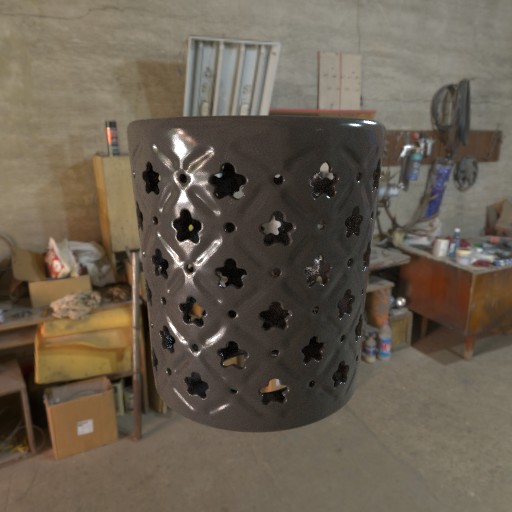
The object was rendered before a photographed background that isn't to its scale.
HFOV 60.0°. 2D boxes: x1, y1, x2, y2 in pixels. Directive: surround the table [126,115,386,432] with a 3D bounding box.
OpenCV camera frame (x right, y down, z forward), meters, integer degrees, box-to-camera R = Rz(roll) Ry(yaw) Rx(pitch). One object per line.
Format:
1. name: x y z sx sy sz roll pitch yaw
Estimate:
1. table: 0.000 0.000 0.664 0.352 0.387 0.352 0 14 0
